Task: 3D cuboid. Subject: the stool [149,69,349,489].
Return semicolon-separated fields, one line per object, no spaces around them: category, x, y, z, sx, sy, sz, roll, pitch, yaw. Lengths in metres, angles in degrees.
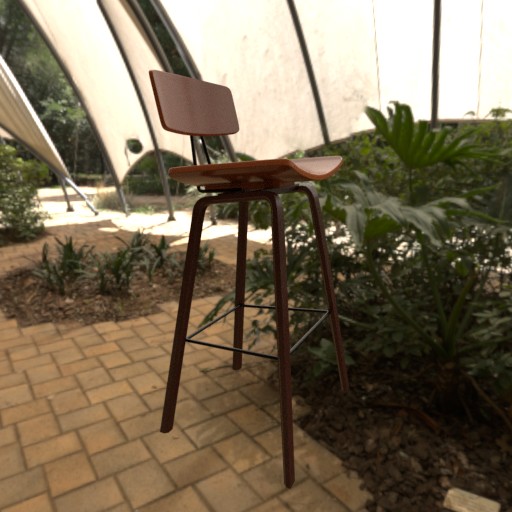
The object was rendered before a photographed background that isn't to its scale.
stool;0.000;0.000;1.245;0.440;0.969;0.509;7;15;26
